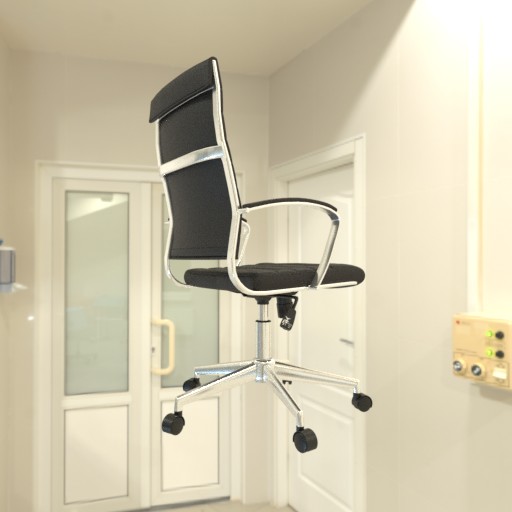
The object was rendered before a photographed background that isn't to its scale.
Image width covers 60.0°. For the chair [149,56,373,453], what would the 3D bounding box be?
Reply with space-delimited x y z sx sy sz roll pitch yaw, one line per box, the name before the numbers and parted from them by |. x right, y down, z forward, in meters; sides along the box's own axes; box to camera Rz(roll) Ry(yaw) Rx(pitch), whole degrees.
chair | 0.000 0.000 1.632 0.739 1.149 0.766 0 -1 -36
